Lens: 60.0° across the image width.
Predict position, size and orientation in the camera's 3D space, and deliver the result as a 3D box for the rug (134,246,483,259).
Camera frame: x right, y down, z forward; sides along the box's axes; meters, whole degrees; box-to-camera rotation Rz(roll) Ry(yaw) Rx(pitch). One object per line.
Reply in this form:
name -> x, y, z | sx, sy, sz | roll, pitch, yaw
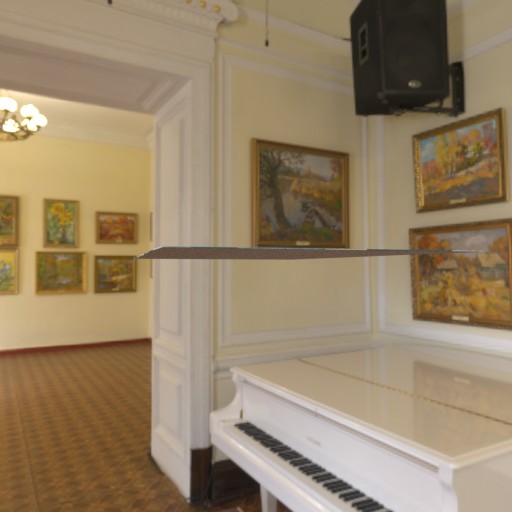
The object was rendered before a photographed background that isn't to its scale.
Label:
rug -> 0.000, 0.000, 3.038 | 1.528, 0.005, 2.420 | 0, -1, -18
